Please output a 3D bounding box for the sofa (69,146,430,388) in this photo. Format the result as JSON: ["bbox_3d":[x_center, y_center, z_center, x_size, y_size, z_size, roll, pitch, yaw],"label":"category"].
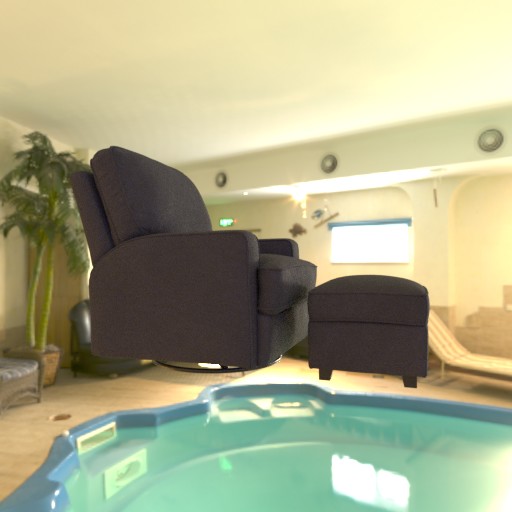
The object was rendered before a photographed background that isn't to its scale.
[{"bbox_3d":[0.000,0.000,2.041,1.472,0.959,0.861,0,-1,18],"label":"sofa"}]
